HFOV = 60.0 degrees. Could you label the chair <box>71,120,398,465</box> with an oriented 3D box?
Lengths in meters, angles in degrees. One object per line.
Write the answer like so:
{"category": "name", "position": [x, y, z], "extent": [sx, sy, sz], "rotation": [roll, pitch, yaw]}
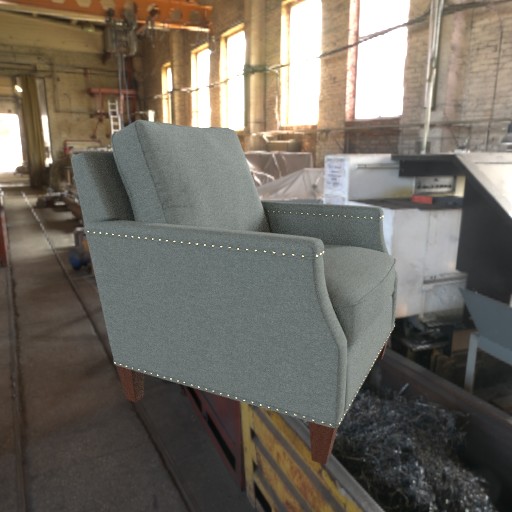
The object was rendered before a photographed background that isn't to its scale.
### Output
{"category": "chair", "position": [0.000, 0.000, 1.779], "extent": [1.031, 1.031, 0.885], "rotation": [7, 15, 27]}
